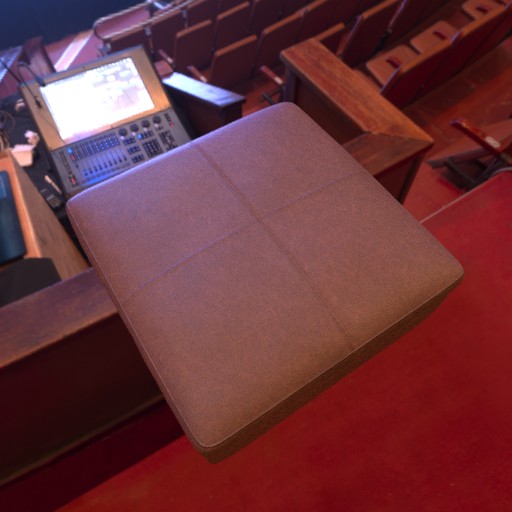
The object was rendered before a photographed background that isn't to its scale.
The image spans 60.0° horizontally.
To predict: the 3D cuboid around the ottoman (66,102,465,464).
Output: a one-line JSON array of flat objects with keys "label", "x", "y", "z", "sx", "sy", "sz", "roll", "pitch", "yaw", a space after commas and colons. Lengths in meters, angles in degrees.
[{"label": "ottoman", "x": 0.000, "y": 0.000, "z": 1.844, "sx": 1.168, "sy": 0.490, "sz": 1.168, "roll": -29, "pitch": 63, "yaw": -17}]
